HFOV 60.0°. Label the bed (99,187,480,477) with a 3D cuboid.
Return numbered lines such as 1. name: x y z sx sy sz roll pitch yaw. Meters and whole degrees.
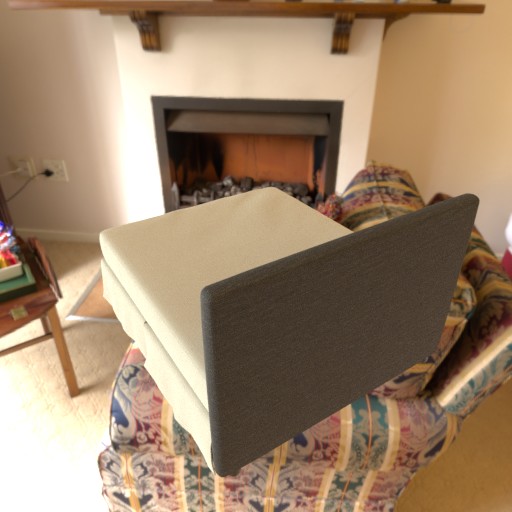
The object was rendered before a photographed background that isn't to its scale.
1. bed: 0.000 0.000 3.272 1.884 1.330 2.142 -19 36 -28
